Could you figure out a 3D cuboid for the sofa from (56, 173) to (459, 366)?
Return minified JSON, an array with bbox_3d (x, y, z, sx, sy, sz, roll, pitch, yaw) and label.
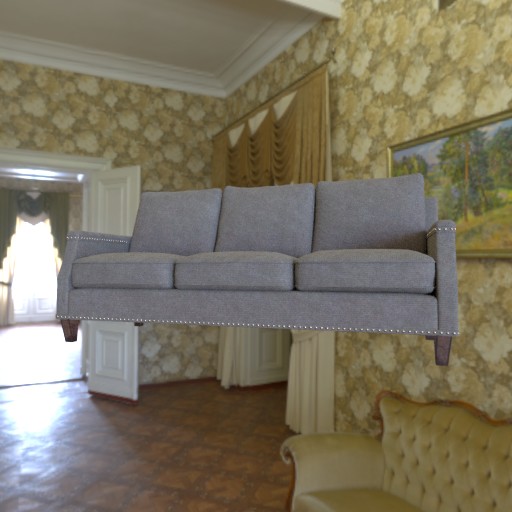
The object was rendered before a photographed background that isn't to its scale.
[{"bbox_3d":[0.000,0.000,2.791,2.226,1.042,1.034,0,-1,17],"label":"sofa"}]
